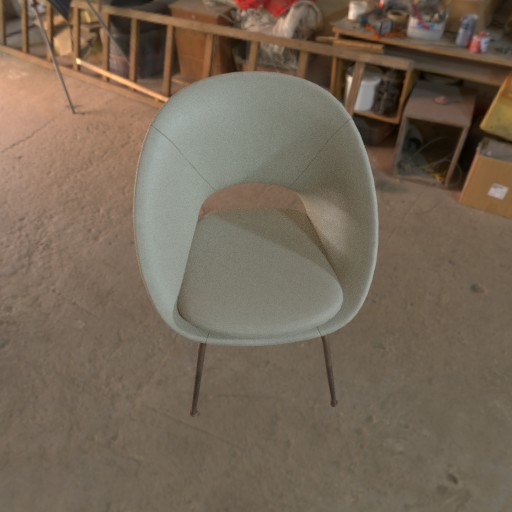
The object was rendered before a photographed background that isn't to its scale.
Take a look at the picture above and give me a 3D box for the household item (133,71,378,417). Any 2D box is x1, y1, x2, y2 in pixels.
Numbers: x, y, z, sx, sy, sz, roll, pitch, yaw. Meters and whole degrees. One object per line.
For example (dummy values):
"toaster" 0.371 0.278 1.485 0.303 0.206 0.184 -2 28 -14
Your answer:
"household item" 0.000 0.000 1.290 0.623 0.852 0.573 -3 46 -3
